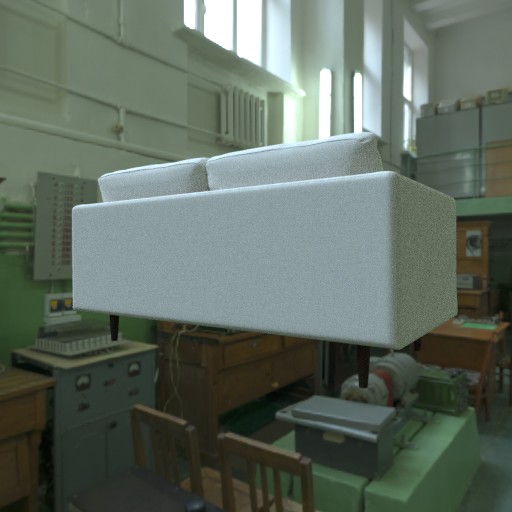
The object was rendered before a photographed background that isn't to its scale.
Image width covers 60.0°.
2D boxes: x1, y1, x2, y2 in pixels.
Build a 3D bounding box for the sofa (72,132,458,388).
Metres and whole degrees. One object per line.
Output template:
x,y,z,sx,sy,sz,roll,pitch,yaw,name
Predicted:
0.000,0.000,2.201,1.713,0.893,0.940,1,1,35,sofa
